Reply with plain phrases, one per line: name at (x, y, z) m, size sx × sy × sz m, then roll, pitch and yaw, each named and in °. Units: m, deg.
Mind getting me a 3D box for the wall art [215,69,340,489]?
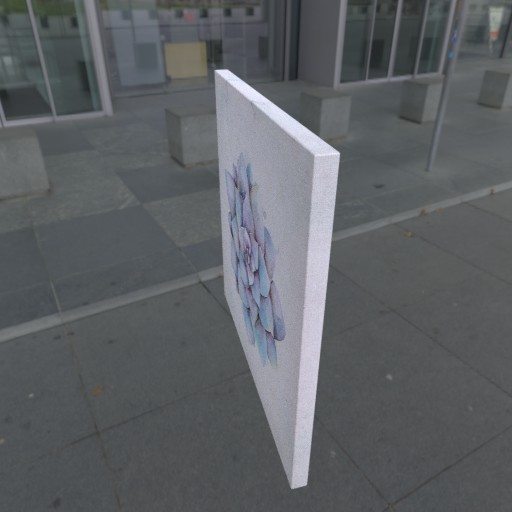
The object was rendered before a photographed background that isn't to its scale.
wall art at (0.000, 0.000, 1.108) m, size 0.038 × 0.762 × 0.762 m, roll -8°, pitch 32°, yaw -13°
